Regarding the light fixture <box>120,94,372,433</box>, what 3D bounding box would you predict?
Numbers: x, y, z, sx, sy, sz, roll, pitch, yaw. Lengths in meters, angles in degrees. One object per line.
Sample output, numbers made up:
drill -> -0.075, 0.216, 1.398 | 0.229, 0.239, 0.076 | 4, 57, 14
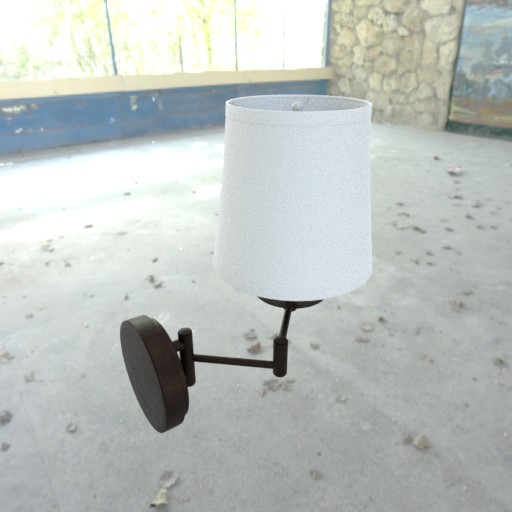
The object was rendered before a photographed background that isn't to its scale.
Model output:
light fixture -> 0.000, 0.000, 0.265 | 0.157, 0.172, 0.100 | -17, 30, -31
